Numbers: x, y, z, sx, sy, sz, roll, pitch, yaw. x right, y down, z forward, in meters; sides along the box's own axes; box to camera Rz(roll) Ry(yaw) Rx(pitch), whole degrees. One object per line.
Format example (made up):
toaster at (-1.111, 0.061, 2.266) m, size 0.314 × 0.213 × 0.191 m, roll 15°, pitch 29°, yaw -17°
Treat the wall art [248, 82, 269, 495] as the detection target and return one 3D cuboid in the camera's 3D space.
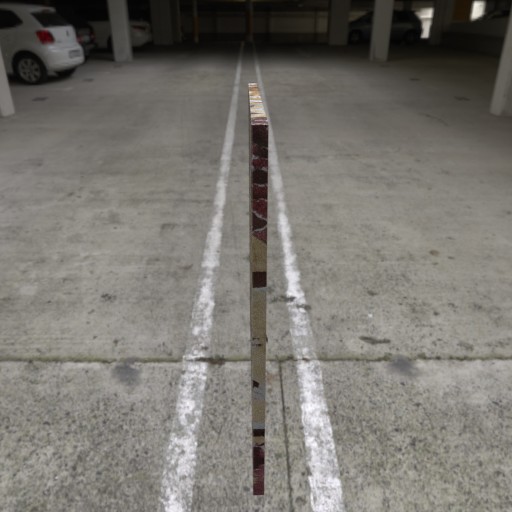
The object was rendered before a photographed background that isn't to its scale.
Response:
wall art at (0.000, 0.000, 1.116) m, size 0.028 × 0.762 × 0.757 m, roll -1°, pitch 25°, yaw -1°
